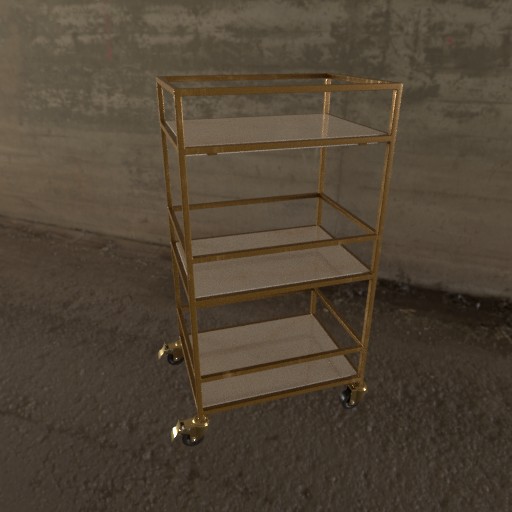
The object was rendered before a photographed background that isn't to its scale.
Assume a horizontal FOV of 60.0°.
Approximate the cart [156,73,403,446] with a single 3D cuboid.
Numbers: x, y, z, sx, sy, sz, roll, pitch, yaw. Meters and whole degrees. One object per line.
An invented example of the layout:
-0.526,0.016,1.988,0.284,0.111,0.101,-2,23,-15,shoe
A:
0.000,0.000,1.026,0.483,0.761,0.332,-7,27,-15,cart
